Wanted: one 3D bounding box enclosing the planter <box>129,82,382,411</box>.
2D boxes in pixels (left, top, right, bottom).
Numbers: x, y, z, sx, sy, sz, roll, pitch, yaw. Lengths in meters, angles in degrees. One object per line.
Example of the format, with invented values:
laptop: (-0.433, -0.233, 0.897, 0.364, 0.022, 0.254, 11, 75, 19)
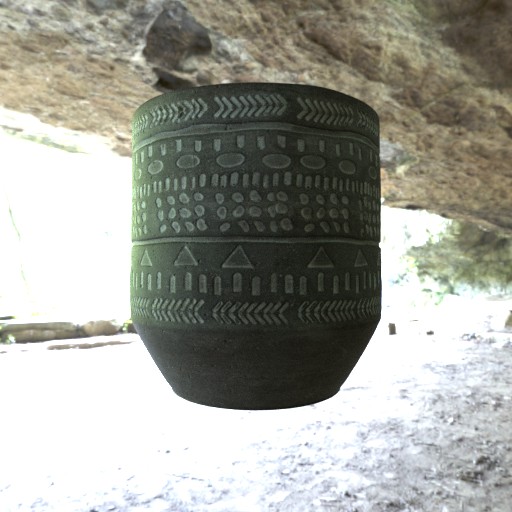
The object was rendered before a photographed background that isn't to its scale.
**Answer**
planter: (0.000, 0.000, 0.260, 0.142, 0.149, 0.142, 0, -1, 0)
